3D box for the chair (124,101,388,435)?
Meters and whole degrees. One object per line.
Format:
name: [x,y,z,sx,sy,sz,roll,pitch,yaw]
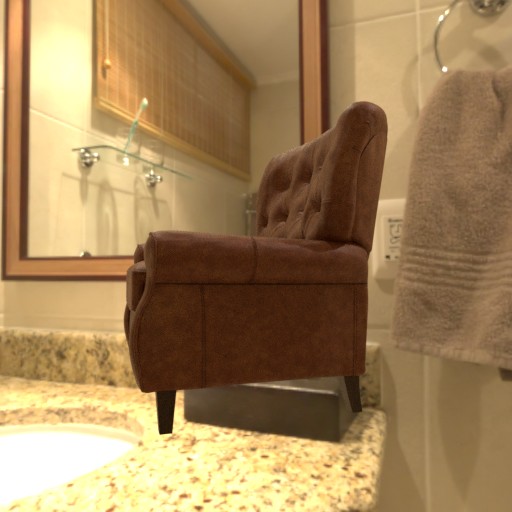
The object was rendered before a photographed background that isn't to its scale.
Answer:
chair: [0.000,0.000,1.888,1.059,1.164,0.951,1,-2,-18]
